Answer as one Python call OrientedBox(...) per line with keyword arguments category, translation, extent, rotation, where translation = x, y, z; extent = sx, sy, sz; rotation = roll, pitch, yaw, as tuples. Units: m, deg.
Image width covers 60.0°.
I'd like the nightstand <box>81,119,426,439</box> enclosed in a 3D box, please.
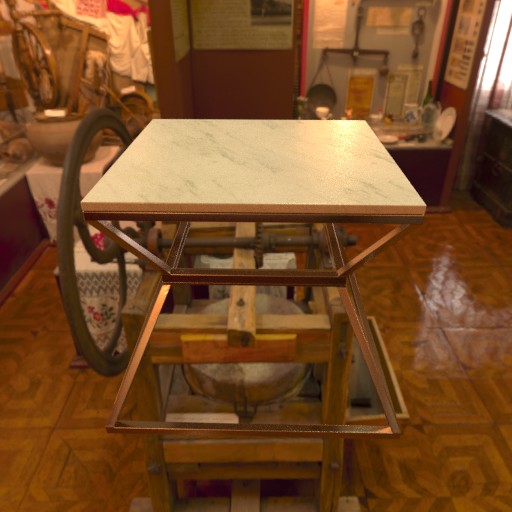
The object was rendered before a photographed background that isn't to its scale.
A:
OrientedBox(category="nightstand", translation=(0.000, 0.000, 0.883), extent=(0.513, 0.426, 0.514), rotation=(1, 31, 1))
